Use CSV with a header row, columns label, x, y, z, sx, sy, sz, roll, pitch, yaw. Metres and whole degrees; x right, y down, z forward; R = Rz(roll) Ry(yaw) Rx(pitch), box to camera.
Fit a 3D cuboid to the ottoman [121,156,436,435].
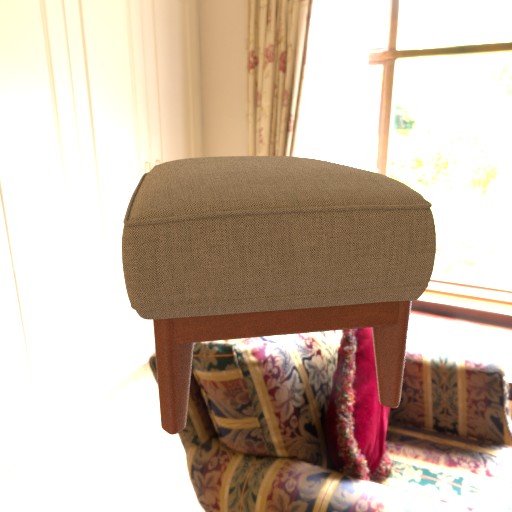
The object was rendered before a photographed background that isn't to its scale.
label,x,y,z,sx,sy,sz,roll,pitch,yaw
ottoman,0.000,0.000,1.089,0.555,0.458,0.750,-3,17,-10
